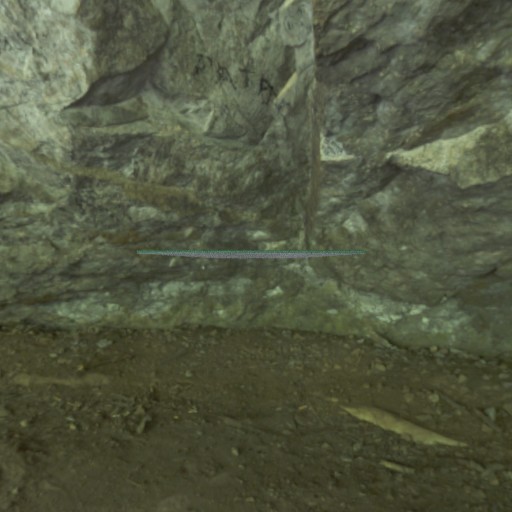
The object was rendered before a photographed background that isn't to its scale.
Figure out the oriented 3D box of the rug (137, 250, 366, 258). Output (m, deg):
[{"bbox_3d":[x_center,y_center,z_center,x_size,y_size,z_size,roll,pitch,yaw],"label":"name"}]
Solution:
[{"bbox_3d":[0.000,0.000,2.657,0.744,0.010,2.441,0,-1,1],"label":"rug"}]
